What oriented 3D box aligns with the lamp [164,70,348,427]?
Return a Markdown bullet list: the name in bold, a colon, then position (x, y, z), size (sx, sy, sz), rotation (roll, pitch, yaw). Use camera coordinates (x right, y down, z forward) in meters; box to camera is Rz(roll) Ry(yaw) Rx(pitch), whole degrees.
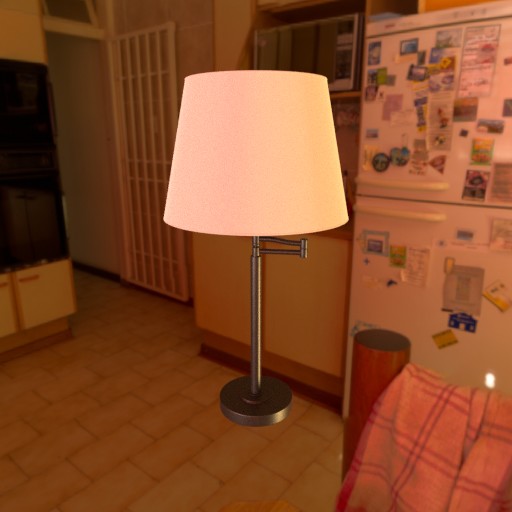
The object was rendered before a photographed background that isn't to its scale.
- **lamp**: position (0.000, 0.000, 0.910), size (0.363, 0.696, 0.363), rotation (0, 15, 0)
